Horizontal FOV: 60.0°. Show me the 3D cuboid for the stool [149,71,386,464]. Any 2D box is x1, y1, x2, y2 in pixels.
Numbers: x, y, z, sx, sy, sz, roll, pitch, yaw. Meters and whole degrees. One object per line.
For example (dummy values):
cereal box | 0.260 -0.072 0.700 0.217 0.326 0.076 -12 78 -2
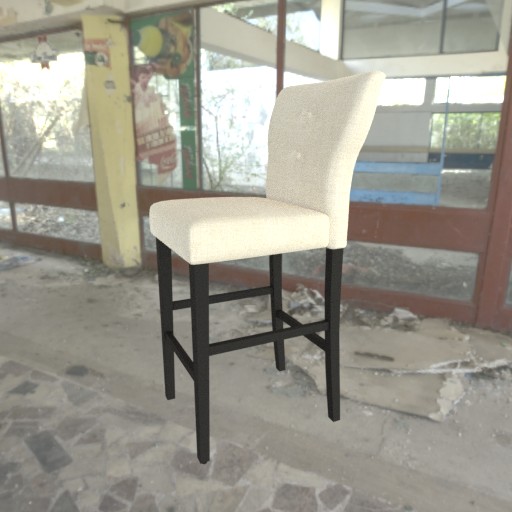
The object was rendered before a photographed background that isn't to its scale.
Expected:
stool | 0.000 0.000 1.463 0.603 1.124 0.516 -7 16 -25
